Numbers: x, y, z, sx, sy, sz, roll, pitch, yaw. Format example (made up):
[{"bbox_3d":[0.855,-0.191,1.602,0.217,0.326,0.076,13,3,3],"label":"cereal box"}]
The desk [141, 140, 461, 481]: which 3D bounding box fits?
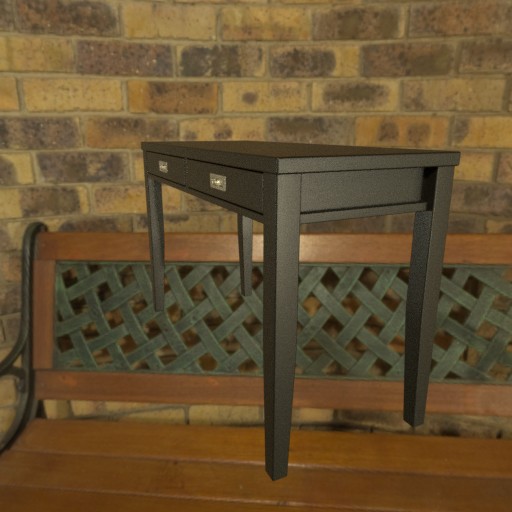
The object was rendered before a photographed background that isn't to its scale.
[{"bbox_3d":[0.000,0.000,1.596,0.508,0.775,1.220,-8,18,-25],"label":"desk"}]
